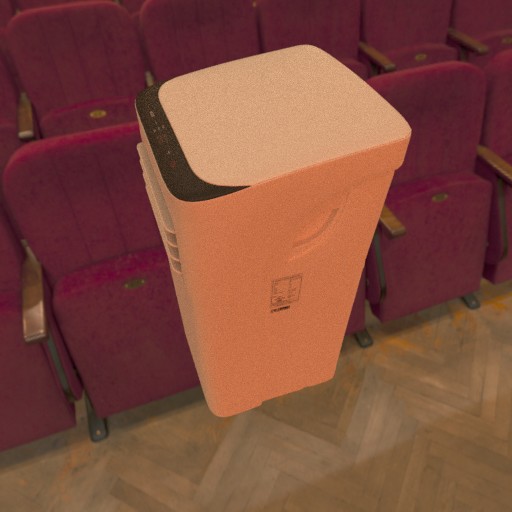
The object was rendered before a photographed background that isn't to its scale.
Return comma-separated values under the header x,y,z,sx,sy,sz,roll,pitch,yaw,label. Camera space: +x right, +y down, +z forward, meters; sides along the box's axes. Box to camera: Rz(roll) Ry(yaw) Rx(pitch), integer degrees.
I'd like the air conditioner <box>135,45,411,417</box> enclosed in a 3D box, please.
x,y,z,sx,sy,sz,roll,pitch,yaw,label
0.000,0.000,0.929,0.369,0.716,0.352,-15,48,-14,air conditioner
